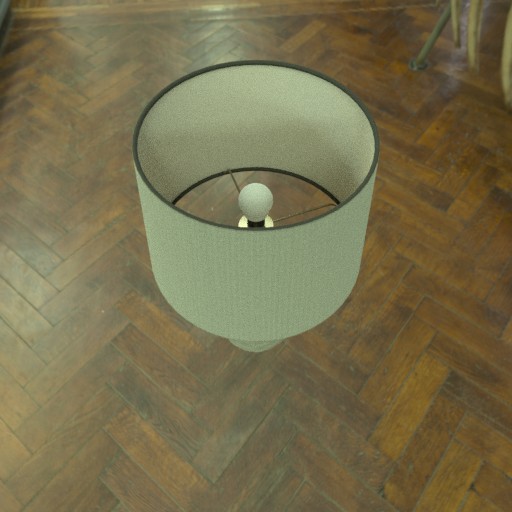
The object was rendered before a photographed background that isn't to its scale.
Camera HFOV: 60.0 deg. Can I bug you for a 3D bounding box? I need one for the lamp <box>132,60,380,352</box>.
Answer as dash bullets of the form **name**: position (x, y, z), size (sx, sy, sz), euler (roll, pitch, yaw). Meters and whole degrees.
- **lamp**: position (0.000, 0.000, 0.833), size (0.376, 0.594, 0.376), euler (0, 57, 0)
